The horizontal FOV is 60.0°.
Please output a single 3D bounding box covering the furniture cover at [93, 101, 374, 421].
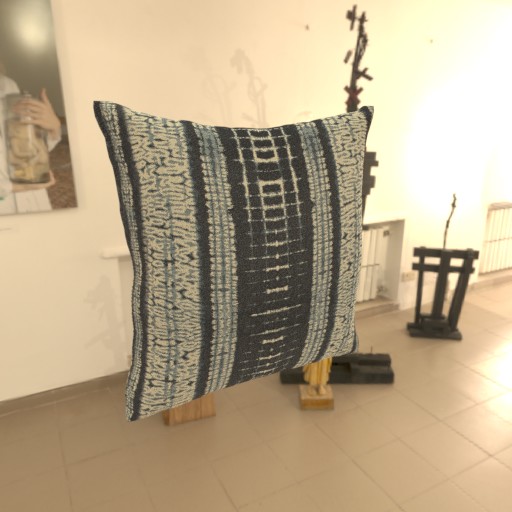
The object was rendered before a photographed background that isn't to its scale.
[{"bbox_3d":[0.000,0.000,0.666,0.425,0.435,0.133,-9,19,-27],"label":"furniture cover"}]
